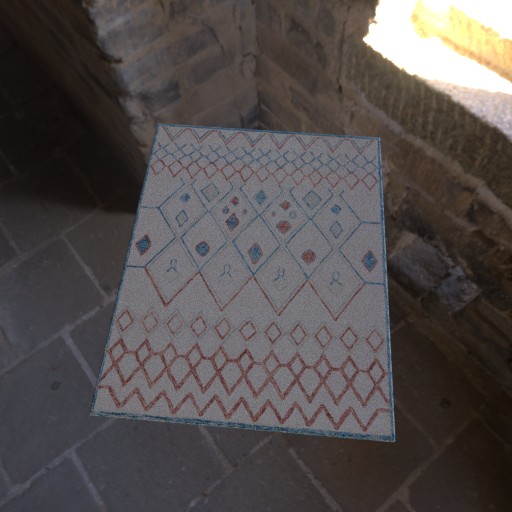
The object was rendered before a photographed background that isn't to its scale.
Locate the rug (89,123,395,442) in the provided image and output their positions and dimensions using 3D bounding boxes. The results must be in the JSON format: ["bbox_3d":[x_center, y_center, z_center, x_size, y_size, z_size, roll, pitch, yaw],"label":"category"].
[{"bbox_3d":[0.000,0.000,4.178,2.441,0.016,3.050,4,64,2],"label":"rug"}]
